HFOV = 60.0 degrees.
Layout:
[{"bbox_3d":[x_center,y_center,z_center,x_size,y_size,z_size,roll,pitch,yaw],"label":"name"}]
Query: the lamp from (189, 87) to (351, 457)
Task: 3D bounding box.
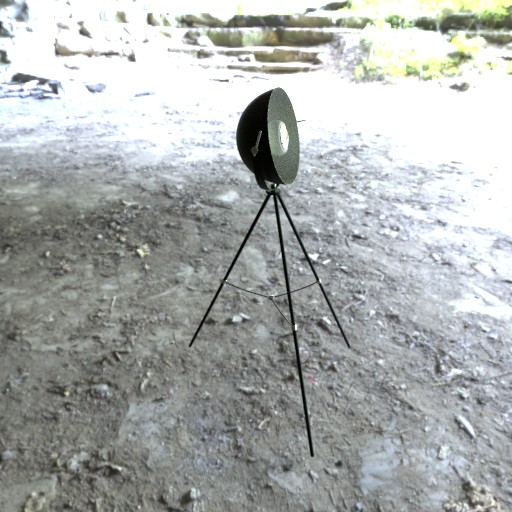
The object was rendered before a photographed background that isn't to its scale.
[{"bbox_3d":[0.000,0.000,2.099,0.920,1.512,0.817,10,31,17],"label":"lamp"}]
